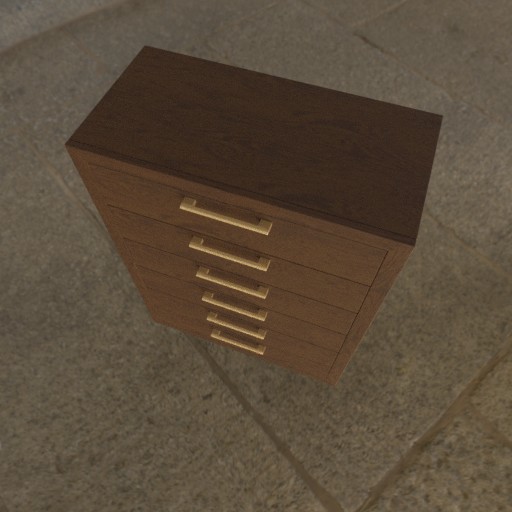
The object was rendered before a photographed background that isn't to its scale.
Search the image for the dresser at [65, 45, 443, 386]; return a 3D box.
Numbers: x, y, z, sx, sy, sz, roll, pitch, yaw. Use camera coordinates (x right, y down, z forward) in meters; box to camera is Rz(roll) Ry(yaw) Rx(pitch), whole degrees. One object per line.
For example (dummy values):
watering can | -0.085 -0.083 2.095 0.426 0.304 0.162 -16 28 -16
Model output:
dresser | 0.000 0.000 1.805 0.964 1.320 0.516 17 60 10
